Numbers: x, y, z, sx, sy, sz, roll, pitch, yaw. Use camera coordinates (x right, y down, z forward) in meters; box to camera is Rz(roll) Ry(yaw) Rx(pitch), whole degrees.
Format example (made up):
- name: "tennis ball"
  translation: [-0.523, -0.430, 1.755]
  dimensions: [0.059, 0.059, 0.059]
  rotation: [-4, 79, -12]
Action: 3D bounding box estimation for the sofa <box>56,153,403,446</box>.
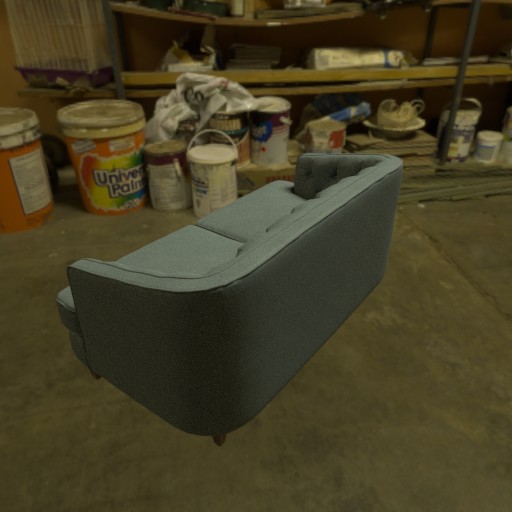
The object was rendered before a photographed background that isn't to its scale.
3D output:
- name: "sofa"
  translation: [0.000, 0.000, 2.270]
  dimensions: [0.941, 0.855, 1.733]
  rotation: [21, 37, 31]
